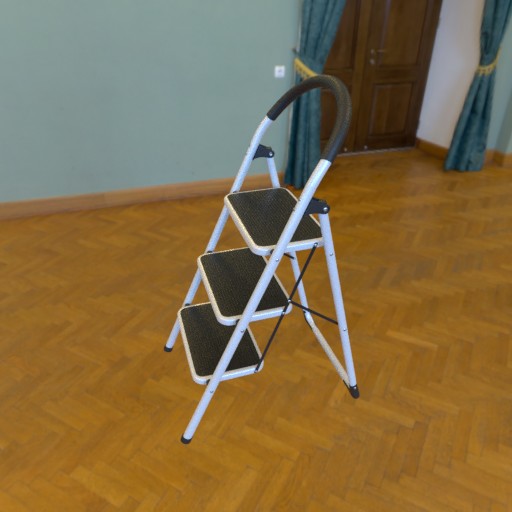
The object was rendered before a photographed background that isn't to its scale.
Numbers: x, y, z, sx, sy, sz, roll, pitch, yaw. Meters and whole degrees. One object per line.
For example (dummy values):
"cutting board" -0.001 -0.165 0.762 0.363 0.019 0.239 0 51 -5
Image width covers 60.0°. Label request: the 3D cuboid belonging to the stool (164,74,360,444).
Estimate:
"stool" 0.000 0.000 1.482 0.676 1.109 0.485 -9 34 -14
